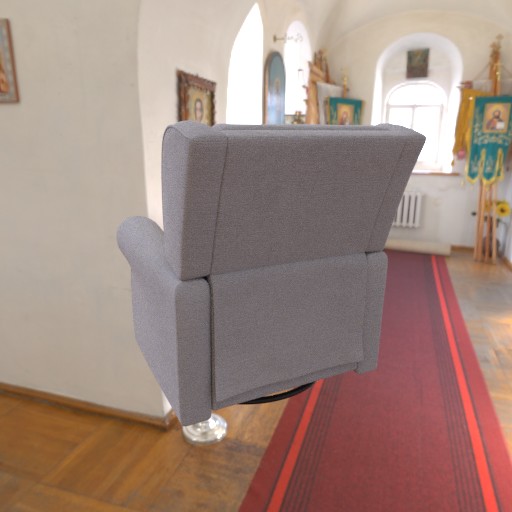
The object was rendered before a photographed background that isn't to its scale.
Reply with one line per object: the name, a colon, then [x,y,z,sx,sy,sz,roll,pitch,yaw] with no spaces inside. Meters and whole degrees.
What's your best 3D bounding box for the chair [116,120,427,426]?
chair: [0.000,0.000,1.691,0.906,0.966,0.854,-8,17,-26]
